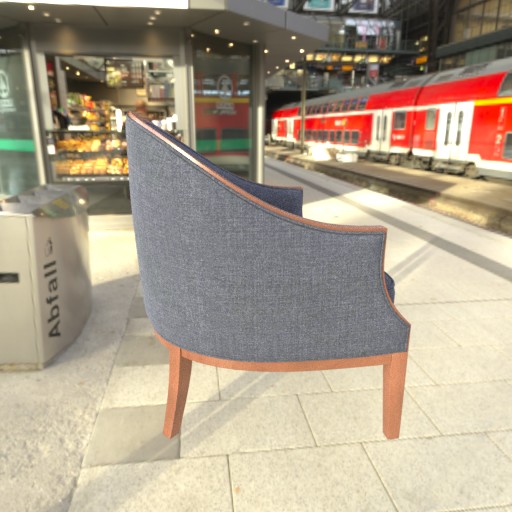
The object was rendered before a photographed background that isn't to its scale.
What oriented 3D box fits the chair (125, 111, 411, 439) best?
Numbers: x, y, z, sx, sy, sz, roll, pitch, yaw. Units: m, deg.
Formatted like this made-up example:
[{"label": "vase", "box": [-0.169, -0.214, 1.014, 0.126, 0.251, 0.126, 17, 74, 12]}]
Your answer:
[{"label": "chair", "box": [0.000, 0.000, 1.416, 0.735, 0.876, 0.803, -3, 16, -9]}]
